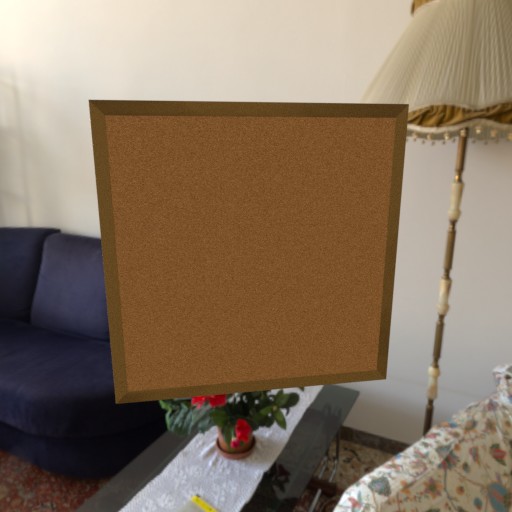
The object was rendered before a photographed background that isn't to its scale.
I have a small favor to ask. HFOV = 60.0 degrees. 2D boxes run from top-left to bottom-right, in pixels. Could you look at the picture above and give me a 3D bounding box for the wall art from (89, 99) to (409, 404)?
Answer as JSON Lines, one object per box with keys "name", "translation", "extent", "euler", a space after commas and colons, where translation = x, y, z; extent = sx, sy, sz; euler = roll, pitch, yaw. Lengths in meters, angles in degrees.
{"name": "wall art", "translation": [0.000, 0.000, 0.776], "extent": [0.507, 0.508, 0.038], "euler": [-2, 15, -9]}
